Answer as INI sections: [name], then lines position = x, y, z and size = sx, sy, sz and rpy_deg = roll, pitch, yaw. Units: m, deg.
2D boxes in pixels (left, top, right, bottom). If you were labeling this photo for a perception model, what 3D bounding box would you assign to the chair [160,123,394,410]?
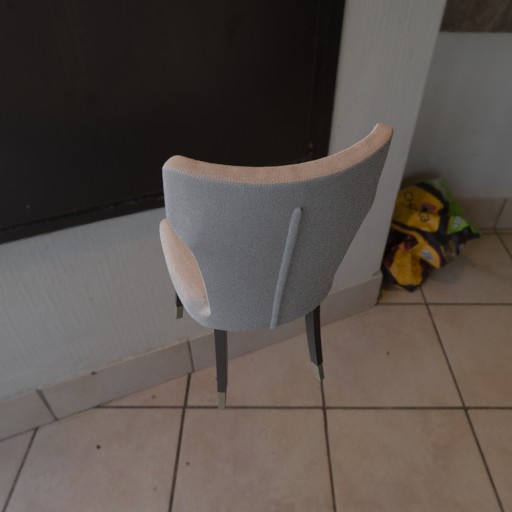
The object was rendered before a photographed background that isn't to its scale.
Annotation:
[chair]
position = 0.000, 0.000, 1.358
size = 0.526, 0.950, 0.630
rpy_deg = -12, 43, -13
